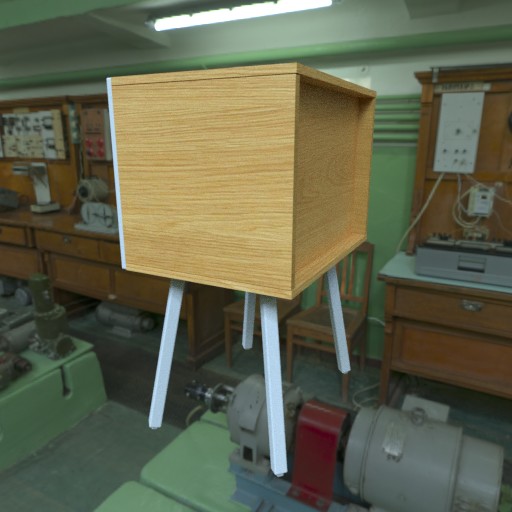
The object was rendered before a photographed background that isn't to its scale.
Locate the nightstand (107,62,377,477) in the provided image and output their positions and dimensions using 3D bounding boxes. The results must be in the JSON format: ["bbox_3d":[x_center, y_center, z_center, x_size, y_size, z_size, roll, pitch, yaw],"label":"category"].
[{"bbox_3d":[0.000,0.000,0.834,0.316,0.601,0.400,8,17,27],"label":"nightstand"}]
